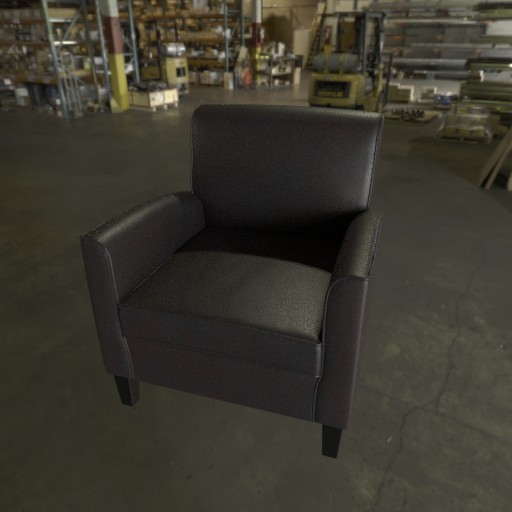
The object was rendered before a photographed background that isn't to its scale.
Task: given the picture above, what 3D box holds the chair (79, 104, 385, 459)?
[{"bbox_3d":[0.000,0.000,1.562,0.820,0.916,0.819,8,28,16],"label":"chair"}]
